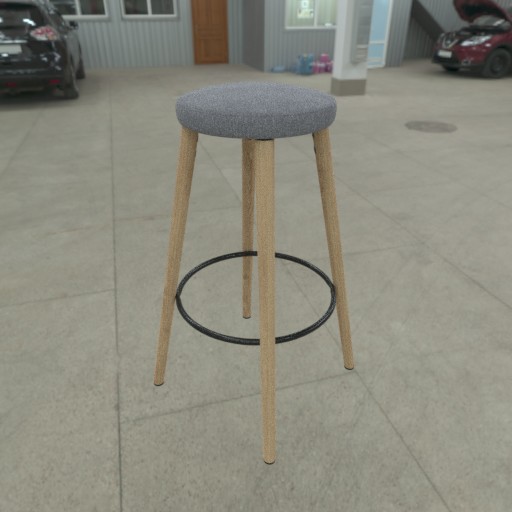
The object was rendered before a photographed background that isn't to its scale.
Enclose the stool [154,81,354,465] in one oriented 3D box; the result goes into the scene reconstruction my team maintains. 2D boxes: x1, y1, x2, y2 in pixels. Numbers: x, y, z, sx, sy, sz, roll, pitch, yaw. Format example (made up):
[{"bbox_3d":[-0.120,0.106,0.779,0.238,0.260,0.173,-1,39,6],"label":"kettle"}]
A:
[{"bbox_3d":[0.000,0.000,1.062,0.410,0.770,0.410,21,36,33],"label":"stool"}]
